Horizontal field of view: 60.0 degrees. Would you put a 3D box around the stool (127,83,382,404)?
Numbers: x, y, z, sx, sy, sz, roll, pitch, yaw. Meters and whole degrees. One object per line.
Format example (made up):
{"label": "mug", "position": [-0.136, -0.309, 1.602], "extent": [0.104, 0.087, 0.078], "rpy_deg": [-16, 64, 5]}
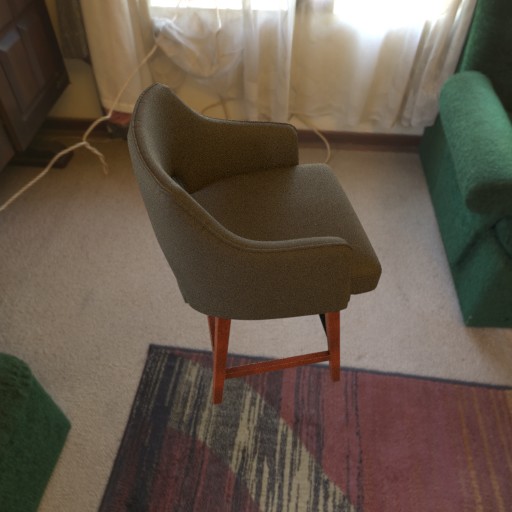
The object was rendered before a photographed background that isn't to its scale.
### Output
{"label": "stool", "position": [0.000, 0.000, 1.287], "extent": [0.558, 0.912, 0.548], "rpy_deg": [-8, 48, -7]}
